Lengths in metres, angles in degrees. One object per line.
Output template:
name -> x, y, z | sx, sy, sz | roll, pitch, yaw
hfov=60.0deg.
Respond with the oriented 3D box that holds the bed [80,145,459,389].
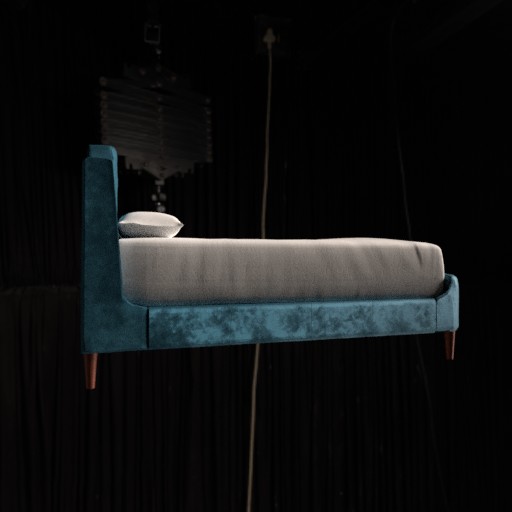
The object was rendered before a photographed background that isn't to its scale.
bed -> 0.000, 0.000, 3.312 | 2.322, 1.338, 1.678 | 0, 0, -17
